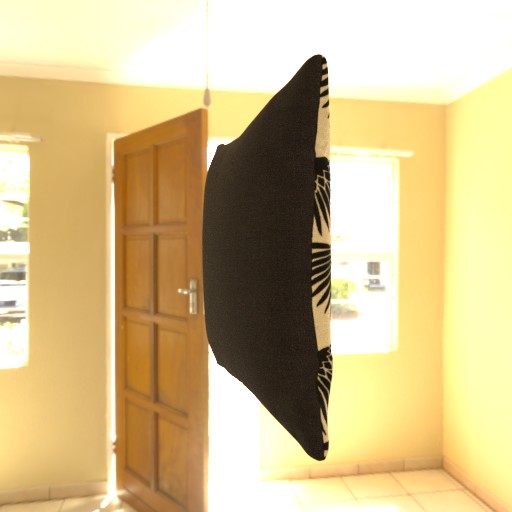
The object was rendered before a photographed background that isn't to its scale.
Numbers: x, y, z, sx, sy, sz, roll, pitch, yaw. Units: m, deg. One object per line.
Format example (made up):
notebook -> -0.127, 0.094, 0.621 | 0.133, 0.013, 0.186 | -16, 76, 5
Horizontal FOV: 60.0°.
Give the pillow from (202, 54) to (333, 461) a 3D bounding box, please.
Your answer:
pillow -> 0.000, 0.000, 0.668 | 0.139, 0.432, 0.432 | 0, 1, -19
